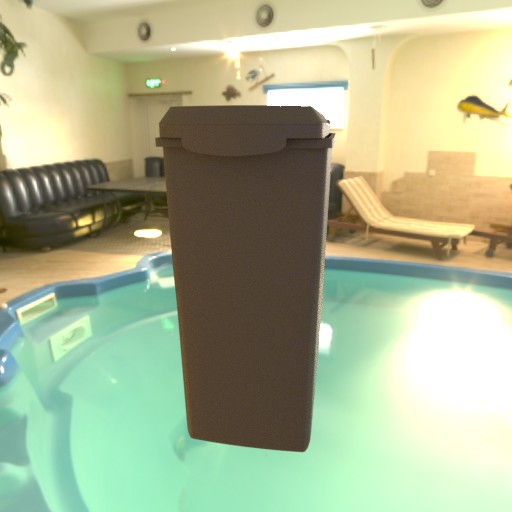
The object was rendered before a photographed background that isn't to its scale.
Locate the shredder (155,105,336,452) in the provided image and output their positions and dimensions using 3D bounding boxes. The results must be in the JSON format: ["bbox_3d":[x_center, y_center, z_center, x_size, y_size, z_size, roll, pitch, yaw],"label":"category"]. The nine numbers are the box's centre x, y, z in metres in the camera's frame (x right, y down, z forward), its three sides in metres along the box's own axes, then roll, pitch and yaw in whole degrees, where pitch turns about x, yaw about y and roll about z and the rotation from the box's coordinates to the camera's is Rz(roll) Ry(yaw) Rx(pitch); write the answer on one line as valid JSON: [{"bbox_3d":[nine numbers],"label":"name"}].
[{"bbox_3d":[0.000,0.000,0.524,0.170,0.335,0.320,3,17,10],"label":"shredder"}]
